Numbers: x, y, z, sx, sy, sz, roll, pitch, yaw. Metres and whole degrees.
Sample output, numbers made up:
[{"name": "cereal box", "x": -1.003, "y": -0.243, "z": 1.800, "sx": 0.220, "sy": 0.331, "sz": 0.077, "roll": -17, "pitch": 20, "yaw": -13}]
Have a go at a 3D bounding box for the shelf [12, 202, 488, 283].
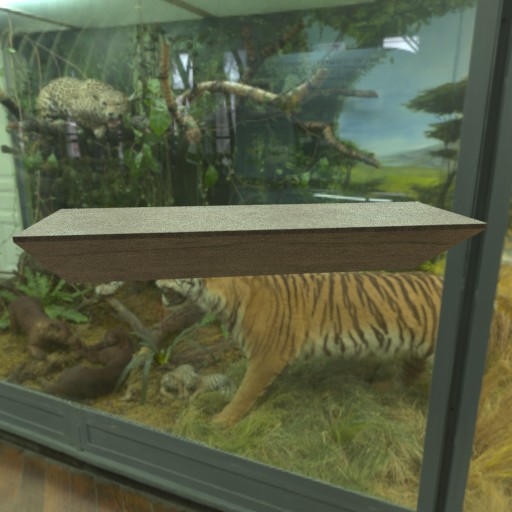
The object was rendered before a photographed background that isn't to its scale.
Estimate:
[{"name": "shelf", "x": 0.000, "y": 0.000, "z": 0.676, "sx": 0.610, "sy": 0.125, "sz": 0.200, "roll": -2, "pitch": 16, "yaw": -7}]
